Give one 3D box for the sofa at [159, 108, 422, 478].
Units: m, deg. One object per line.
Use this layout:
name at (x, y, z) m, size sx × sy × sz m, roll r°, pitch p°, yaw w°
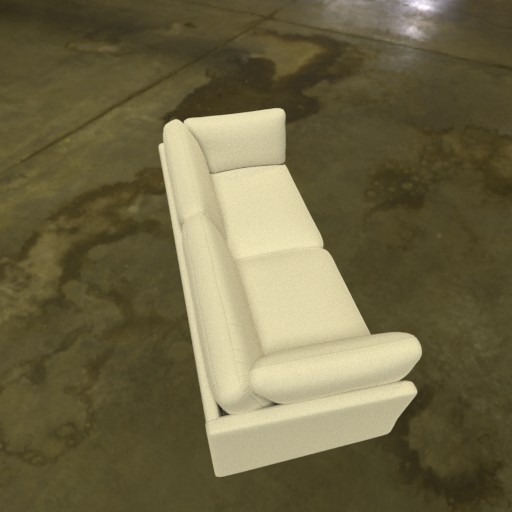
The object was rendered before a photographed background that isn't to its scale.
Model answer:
sofa at (0.000, 0.000, 2.762) m, size 0.957 × 0.863 × 2.301 m, roll -10°, pitch 47°, yaw -10°
